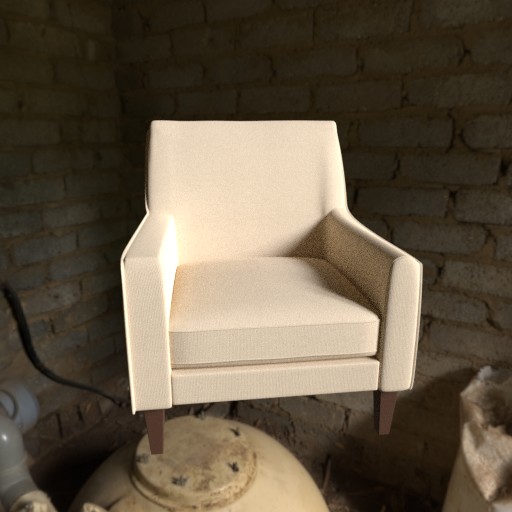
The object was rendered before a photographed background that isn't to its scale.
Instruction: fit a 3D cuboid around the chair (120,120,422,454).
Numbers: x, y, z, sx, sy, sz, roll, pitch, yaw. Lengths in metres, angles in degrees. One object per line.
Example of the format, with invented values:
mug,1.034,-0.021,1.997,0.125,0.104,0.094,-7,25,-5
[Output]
chair,0.000,0.000,1.539,0.780,0.919,0.899,-2,16,-7
